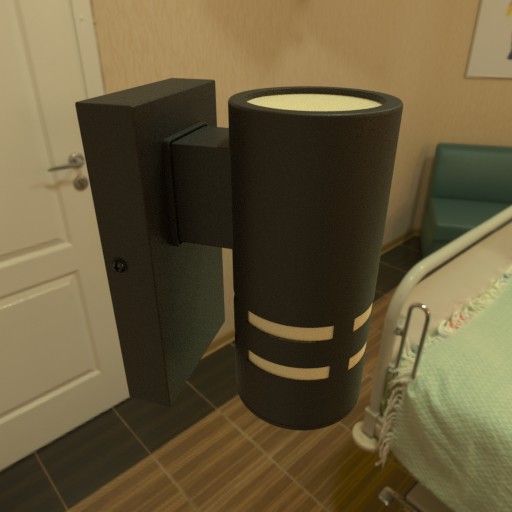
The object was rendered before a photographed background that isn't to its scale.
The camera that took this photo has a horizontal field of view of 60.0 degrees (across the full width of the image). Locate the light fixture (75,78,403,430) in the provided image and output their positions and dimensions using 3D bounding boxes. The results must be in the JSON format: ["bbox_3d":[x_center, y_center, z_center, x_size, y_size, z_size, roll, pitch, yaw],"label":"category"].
[{"bbox_3d":[0.000,0.000,0.258,0.138,0.179,0.098,9,30,16],"label":"light fixture"}]
